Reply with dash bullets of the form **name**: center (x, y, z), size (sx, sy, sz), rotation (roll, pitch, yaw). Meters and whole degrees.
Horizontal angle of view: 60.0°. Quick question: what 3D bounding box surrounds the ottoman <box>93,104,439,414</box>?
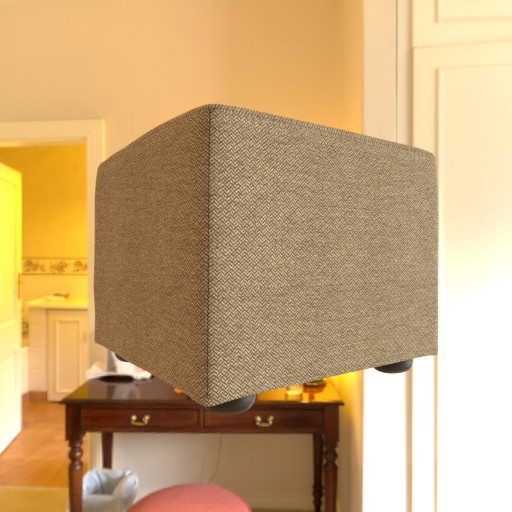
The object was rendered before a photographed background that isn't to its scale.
- **ottoman**: center (0.000, 0.000, 0.904), size (0.519, 0.453, 0.512), rotation (0, 0, -35)
